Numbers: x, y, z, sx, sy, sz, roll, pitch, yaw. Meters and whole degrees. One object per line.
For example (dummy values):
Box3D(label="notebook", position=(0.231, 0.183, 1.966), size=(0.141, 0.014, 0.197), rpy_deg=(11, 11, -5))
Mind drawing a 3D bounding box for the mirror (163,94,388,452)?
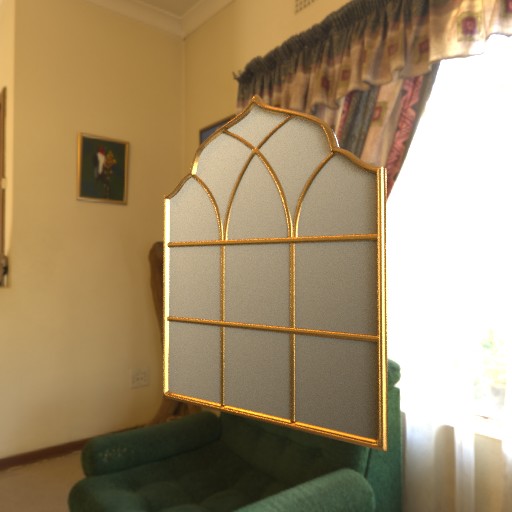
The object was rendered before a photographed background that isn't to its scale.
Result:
Box3D(label="mirror", position=(0.000, 0.000, 0.863), size=(0.513, 0.635, 0.018), rpy_deg=(-1, -1, 35))
